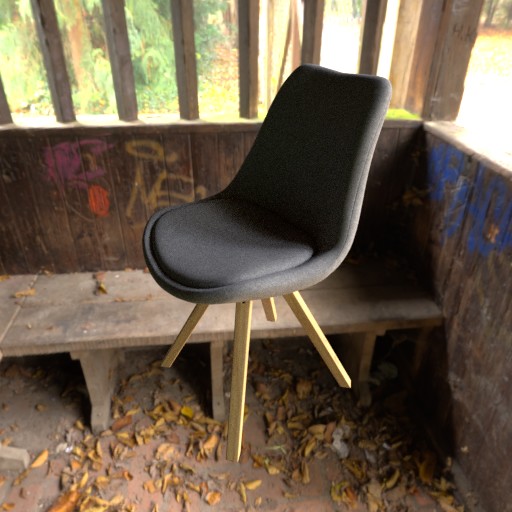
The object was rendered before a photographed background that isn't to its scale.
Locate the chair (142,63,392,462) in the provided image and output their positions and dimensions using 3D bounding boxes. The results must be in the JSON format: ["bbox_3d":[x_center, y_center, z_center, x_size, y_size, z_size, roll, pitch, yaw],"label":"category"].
[{"bbox_3d":[0.000,0.000,1.157,0.550,0.865,0.483,-20,36,-29],"label":"chair"}]
